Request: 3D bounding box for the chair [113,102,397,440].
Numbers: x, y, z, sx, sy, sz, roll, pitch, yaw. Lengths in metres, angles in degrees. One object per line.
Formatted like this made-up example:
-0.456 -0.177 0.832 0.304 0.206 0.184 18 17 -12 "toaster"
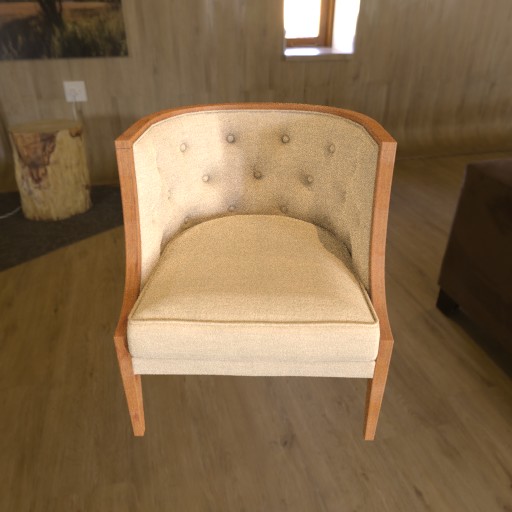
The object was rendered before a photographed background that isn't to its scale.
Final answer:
0.000 0.000 1.366 0.711 0.775 0.757 1 29 1 "chair"
